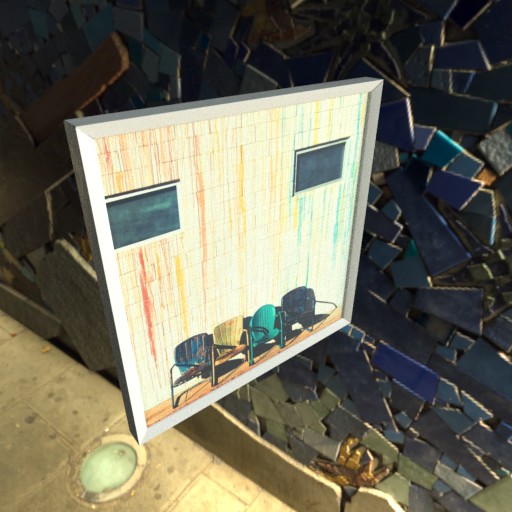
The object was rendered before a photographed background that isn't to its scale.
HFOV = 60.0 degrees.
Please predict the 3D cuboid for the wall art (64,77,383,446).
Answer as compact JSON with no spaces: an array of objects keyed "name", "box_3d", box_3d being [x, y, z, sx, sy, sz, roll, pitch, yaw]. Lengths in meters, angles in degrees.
[{"name":"wall art","box_3d":[0.000,0.000,0.735,0.508,0.508,0.037,-22,36,-33]}]
